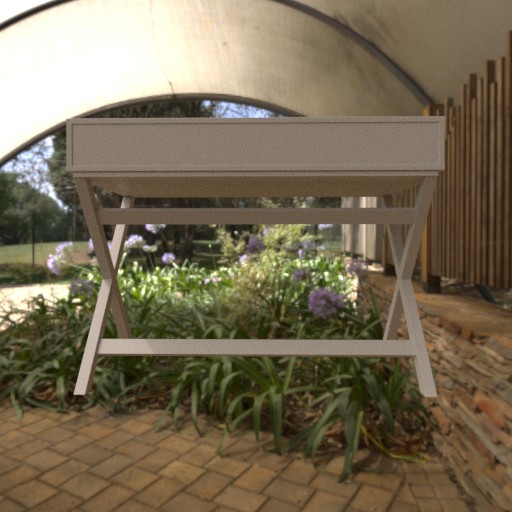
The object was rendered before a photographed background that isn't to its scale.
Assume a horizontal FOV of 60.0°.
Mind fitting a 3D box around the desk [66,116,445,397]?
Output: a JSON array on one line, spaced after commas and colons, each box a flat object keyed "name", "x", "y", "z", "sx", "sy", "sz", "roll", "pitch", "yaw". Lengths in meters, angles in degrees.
[{"name": "desk", "x": 0.000, "y": 0.000, "z": 1.503, "sx": 1.057, "sy": 0.780, "sz": 0.525, "roll": 0, "pitch": 1, "yaw": 1}]
